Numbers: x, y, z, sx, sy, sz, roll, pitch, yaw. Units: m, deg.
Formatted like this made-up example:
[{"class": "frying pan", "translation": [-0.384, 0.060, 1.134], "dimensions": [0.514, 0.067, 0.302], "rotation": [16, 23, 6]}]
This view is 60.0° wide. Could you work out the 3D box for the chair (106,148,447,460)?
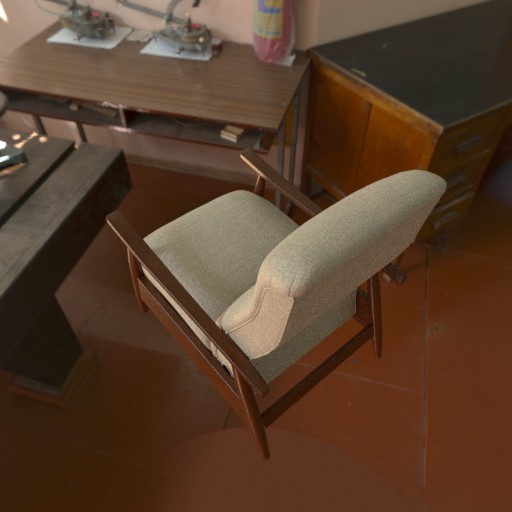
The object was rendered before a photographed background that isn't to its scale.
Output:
[{"class": "chair", "translation": [0.000, 0.000, 1.775], "dimensions": [0.762, 1.082, 1.014], "rotation": [-32, 55, -26]}]
